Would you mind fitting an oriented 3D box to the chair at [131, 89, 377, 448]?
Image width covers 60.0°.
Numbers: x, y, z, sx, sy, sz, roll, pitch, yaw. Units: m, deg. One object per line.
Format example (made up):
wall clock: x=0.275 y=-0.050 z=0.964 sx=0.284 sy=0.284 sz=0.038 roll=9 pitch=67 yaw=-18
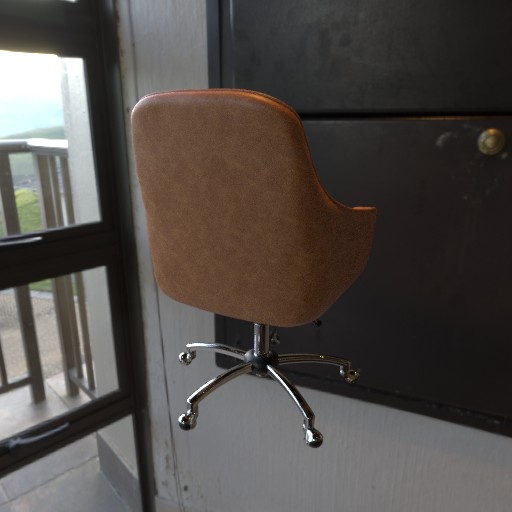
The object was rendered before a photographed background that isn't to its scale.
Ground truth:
chair: x=0.000 y=0.000 z=1.331 sx=0.628 sy=0.909 sz=0.615 roll=9 pitch=19 yaw=27
